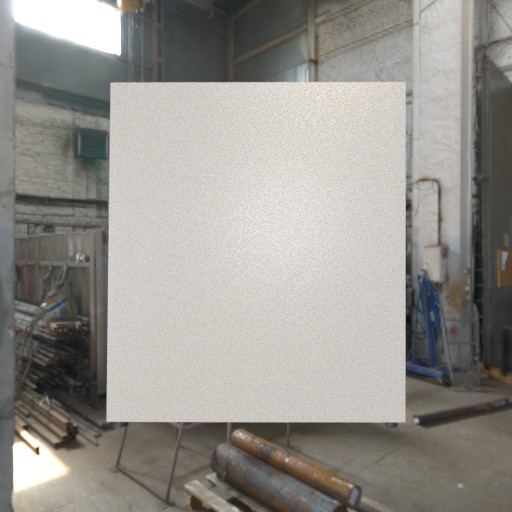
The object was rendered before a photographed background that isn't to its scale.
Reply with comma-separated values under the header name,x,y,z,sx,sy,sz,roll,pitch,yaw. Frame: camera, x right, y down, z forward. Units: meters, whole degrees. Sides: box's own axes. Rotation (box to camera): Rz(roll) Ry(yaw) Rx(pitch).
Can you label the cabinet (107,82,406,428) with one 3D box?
name,x,y,z,sx,sy,sz,roll,pitch,yaw
cabinet,0.000,0.000,1.640,0.990,1.150,0.348,0,0,0
